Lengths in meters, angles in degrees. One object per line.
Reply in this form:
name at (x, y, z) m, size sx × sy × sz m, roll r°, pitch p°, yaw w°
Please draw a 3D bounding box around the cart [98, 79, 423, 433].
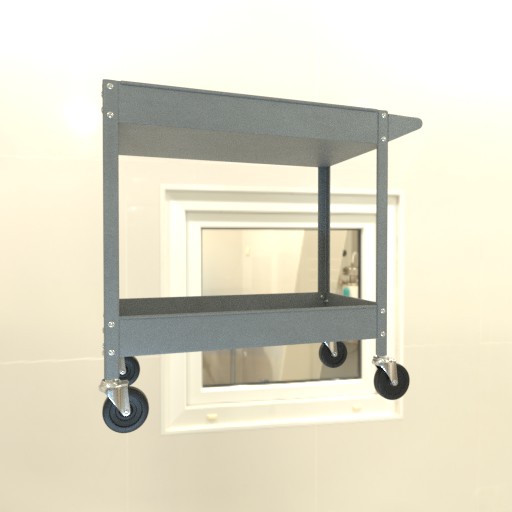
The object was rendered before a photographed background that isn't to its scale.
cart at (0.000, 0.000, 1.171) m, size 0.779 × 0.719 × 0.366 m, roll 0°, pitch 1°, yaw -18°
